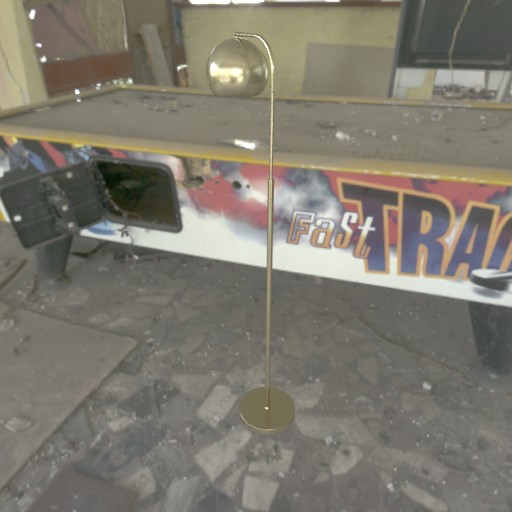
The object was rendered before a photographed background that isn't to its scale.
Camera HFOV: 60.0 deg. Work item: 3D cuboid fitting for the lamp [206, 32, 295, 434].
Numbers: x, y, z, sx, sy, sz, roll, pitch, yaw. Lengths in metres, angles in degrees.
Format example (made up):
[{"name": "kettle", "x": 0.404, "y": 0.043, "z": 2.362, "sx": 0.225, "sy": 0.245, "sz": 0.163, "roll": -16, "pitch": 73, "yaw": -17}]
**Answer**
[{"name": "lamp", "x": 0.000, "y": 0.000, "z": 1.697, "sx": 0.250, "sy": 1.526, "sz": 0.431, "roll": -18, "pitch": 33, "yaw": -29}]
